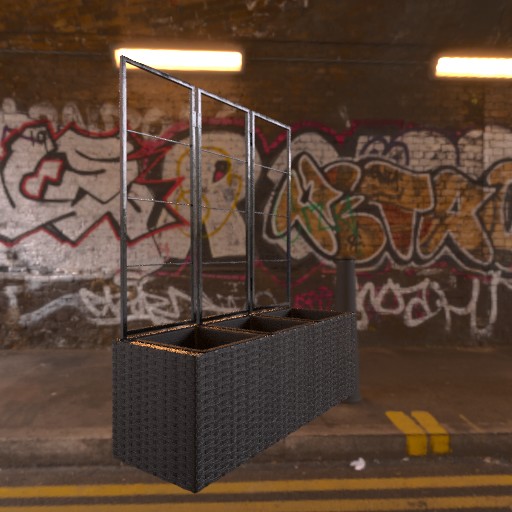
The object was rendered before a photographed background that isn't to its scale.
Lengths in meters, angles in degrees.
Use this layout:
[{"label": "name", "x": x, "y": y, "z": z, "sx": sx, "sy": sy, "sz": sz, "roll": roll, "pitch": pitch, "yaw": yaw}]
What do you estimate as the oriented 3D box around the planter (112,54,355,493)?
[{"label": "planter", "x": 0.000, "y": 0.000, "z": 1.134, "sx": 0.244, "sy": 0.841, "sz": 0.698, "roll": 0, "pitch": 1, "yaw": 36}]
